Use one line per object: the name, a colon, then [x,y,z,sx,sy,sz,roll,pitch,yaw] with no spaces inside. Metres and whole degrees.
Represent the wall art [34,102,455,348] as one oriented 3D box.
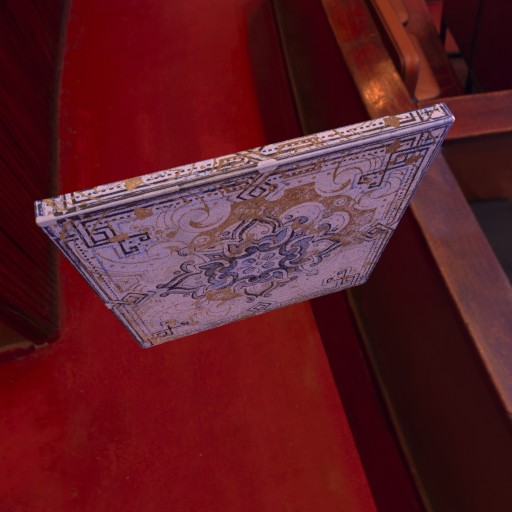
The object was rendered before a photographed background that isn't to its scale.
wall art: [0.000,0.000,0.893,0.609,0.607,0.036,-16,64,-8]
